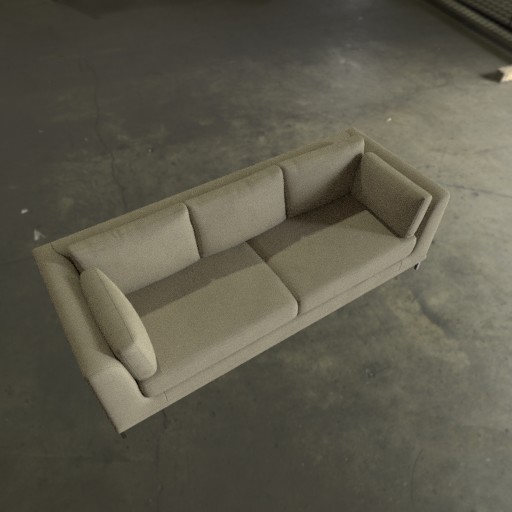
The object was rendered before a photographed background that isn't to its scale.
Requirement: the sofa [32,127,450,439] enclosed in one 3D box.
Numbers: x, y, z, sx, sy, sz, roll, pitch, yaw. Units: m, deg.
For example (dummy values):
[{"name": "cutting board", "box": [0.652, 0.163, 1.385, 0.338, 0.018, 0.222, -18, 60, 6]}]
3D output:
[{"name": "sofa", "box": [0.000, 0.000, 2.911, 2.415, 0.867, 0.969, -25, 52, -22]}]
